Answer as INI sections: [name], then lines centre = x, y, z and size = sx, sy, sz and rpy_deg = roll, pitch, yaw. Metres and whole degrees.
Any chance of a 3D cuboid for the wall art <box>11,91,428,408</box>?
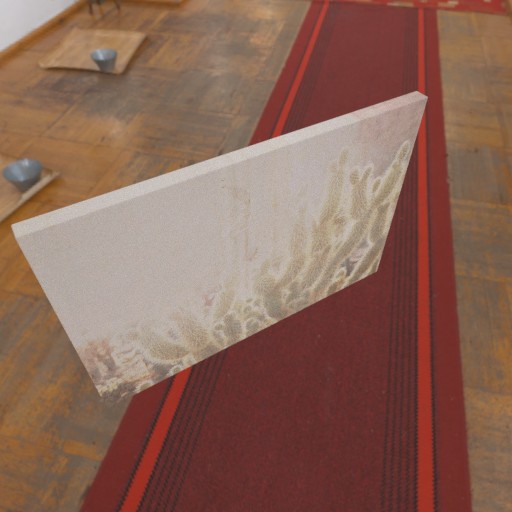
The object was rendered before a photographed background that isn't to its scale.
[wall art]
centre = 0.000, 0.000, 1.098
size = 0.916, 0.608, 0.040
rpy_deg = -24, 51, -21
